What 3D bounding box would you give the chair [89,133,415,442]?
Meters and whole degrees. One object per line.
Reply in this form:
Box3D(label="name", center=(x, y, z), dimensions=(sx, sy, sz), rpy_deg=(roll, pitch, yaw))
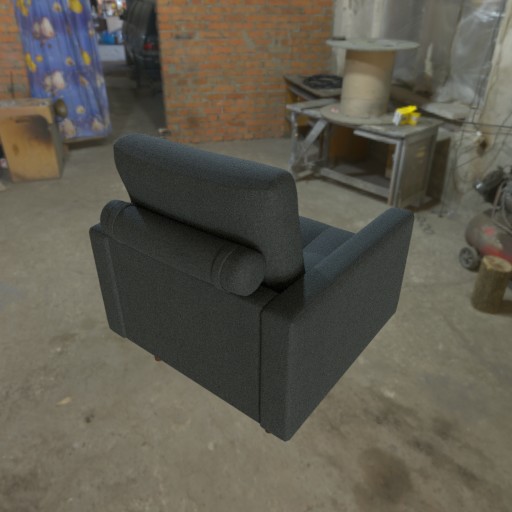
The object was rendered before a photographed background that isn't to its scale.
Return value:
Box3D(label="chair", center=(0.000, 0.000, 1.564), dimensions=(0.821, 0.880, 0.843), rpy_deg=(21, 37, 32))
